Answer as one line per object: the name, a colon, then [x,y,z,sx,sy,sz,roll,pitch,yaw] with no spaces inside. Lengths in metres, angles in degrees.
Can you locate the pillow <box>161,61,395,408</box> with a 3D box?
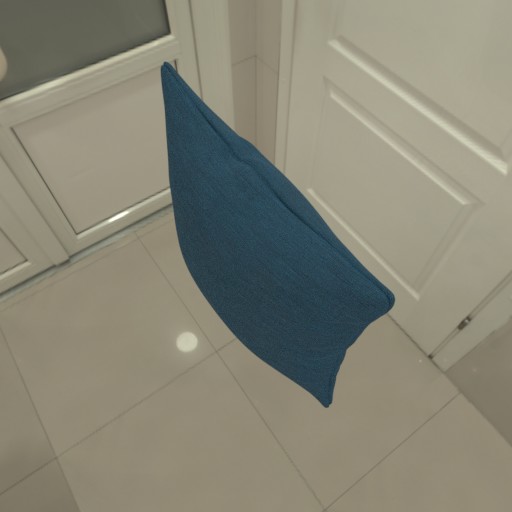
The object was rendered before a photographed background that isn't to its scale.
pillow: [0.000,0.000,0.676,0.177,0.420,0.437,-31,63,-18]
